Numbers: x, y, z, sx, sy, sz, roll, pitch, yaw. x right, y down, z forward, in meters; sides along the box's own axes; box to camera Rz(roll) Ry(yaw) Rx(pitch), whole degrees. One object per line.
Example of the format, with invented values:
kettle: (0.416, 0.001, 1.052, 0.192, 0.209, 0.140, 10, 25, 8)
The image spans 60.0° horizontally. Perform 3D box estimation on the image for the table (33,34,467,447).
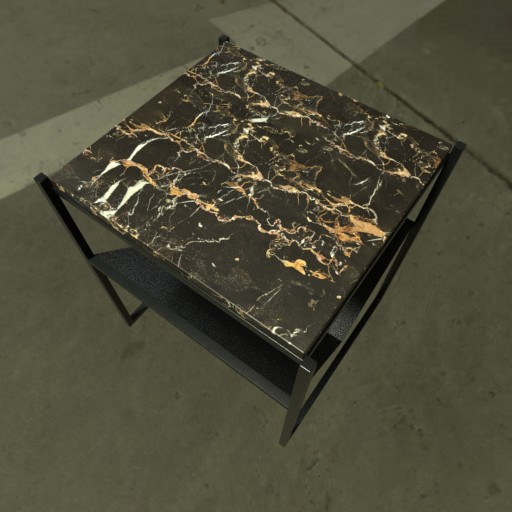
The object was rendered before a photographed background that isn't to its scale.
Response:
table: (0.000, 0.000, 0.873, 0.469, 0.534, 0.432, 32, 64, 18)
